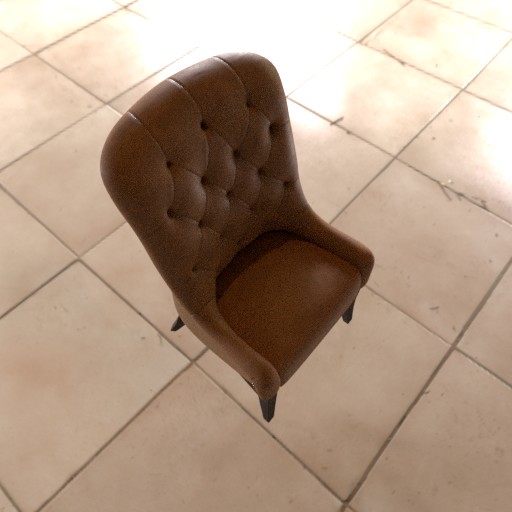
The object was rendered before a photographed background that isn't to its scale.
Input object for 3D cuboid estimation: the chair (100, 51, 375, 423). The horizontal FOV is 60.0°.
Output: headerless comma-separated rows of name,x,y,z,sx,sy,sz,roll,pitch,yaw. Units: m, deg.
chair,0.000,0.000,1.481,0.629,1.091,0.634,36,64,20
